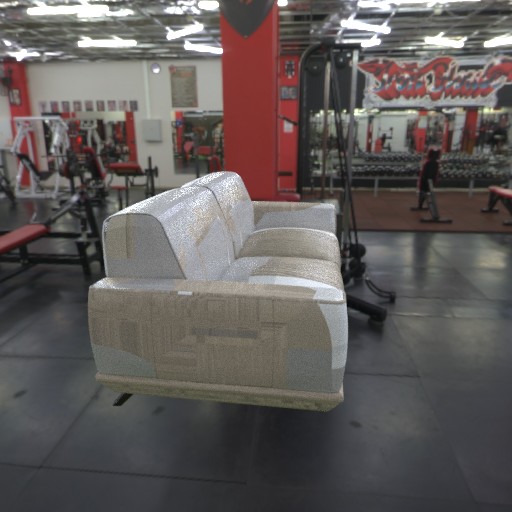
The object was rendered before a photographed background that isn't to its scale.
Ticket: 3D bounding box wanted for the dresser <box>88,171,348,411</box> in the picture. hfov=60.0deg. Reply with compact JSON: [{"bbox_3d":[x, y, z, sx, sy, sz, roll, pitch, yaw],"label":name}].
[{"bbox_3d":[0.000,0.000,5.820,2.251,1.863,4.679,2,16,8],"label":"dresser"}]
